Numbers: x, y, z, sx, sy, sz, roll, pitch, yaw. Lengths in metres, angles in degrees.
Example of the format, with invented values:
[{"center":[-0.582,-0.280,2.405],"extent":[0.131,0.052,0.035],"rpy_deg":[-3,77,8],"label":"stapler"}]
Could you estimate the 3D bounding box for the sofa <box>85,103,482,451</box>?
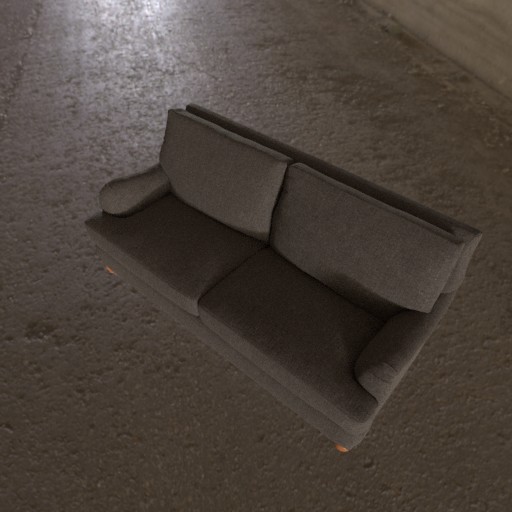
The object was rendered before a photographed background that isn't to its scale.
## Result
[{"center":[0.000,0.000,2.731],"extent":[2.160,1.054,1.087],"rpy_deg":[31,54,27],"label":"sofa"}]
